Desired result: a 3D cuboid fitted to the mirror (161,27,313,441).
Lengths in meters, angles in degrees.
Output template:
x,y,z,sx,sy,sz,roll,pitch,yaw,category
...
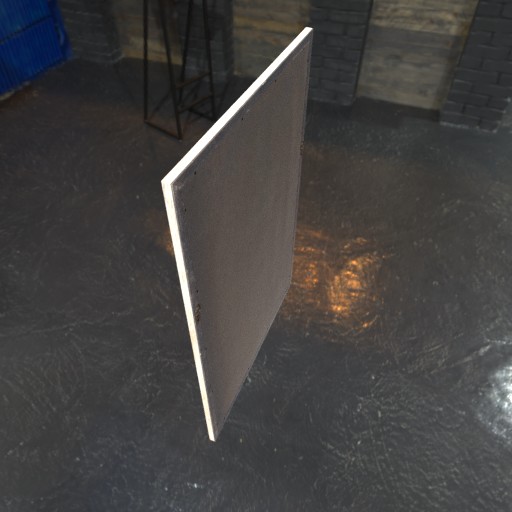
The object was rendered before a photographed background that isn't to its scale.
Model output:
x,y,z,sx,sy,sz,roll,pitch,yaw,category
0.000,0.000,1.258,0.025,0.996,0.705,17,48,16,mirror
